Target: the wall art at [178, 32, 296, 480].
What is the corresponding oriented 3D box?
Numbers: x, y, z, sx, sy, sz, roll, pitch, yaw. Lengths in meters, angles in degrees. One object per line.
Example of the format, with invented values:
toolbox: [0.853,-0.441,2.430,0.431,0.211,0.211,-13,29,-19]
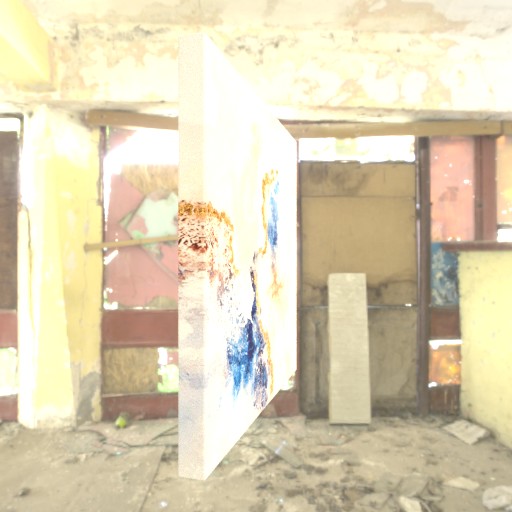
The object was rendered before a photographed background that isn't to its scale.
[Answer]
wall art: [0.000,0.000,1.562,0.071,1.061,1.061,0,0,17]
